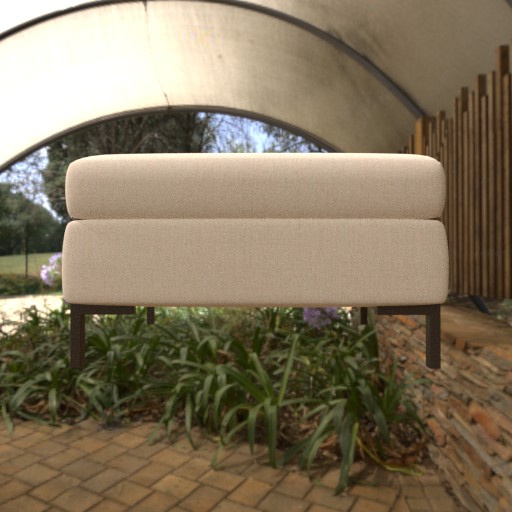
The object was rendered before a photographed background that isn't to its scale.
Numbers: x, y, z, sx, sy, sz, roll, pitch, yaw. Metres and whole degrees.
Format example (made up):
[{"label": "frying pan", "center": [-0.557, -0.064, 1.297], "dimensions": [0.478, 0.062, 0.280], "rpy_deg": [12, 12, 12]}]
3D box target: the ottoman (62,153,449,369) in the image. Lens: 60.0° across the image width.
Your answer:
[{"label": "ottoman", "center": [0.000, 0.000, 1.195], "dimensions": [0.794, 0.453, 0.657], "rpy_deg": [0, -1, 1]}]
